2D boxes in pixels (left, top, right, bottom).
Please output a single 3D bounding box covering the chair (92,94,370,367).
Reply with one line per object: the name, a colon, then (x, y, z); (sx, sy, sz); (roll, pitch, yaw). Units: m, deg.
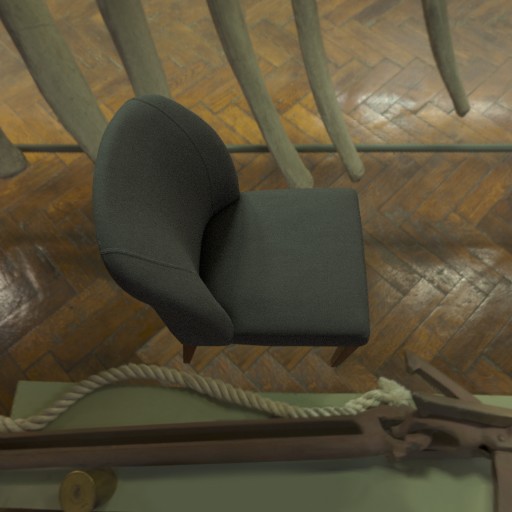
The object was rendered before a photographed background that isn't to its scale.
chair: (0.000, 0.000, 1.250); (0.619, 0.879, 0.506); (1, 65, 0)
